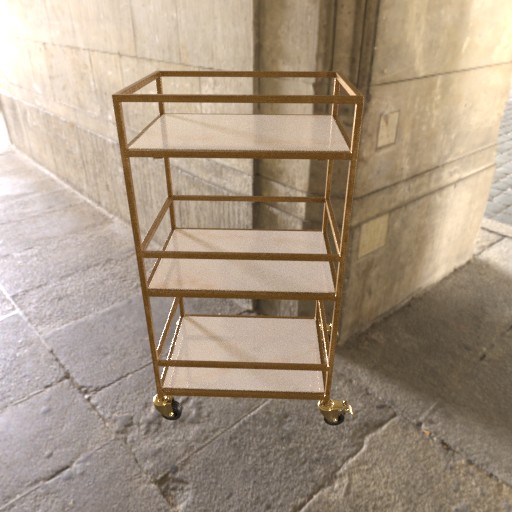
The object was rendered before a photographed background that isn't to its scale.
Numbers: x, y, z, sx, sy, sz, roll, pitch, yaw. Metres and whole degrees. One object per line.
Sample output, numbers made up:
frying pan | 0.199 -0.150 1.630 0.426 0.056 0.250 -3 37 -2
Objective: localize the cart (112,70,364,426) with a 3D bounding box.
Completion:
cart | 0.000 0.000 1.028 0.483 0.761 0.332 1 30 2
